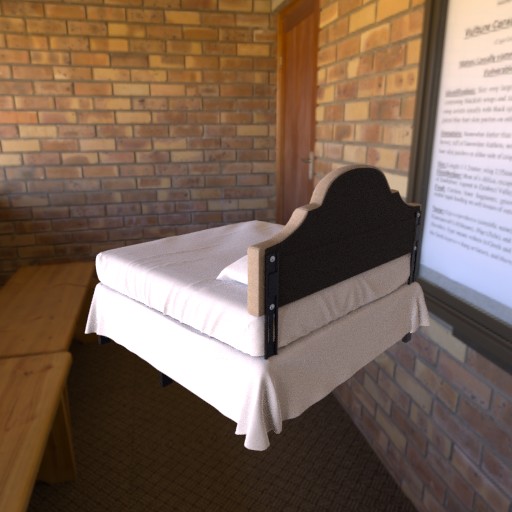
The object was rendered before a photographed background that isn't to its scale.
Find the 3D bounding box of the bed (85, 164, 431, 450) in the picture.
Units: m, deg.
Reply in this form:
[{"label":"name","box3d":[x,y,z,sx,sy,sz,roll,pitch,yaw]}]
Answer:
[{"label":"bed","box3d":[0.000,0.000,3.780,2.222,1.631,2.303,15,22,42]}]
